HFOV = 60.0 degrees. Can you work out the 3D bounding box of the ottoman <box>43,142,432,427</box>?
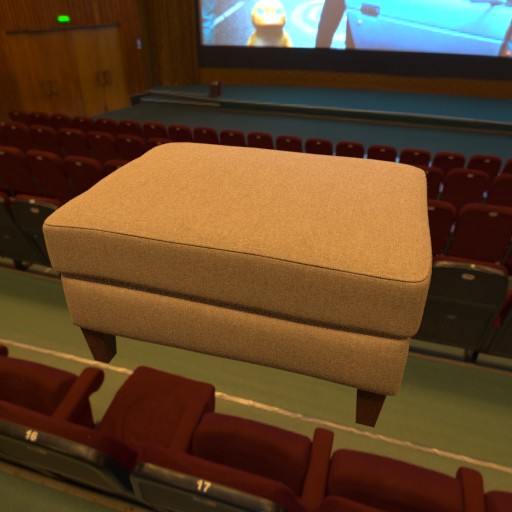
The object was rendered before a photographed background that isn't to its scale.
[{"bbox_3d":[0.000,0.000,1.307,0.898,0.519,0.677,9,33,14],"label":"ottoman"}]
